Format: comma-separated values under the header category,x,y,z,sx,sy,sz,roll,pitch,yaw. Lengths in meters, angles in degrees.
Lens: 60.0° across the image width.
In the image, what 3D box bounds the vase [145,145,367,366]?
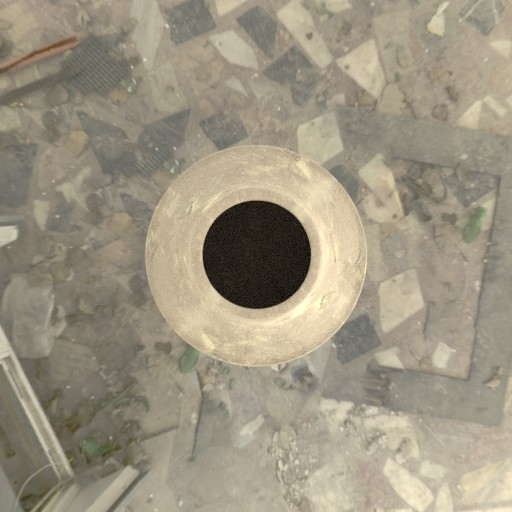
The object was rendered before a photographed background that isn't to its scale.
category,x,y,z,sx,sy,sz,roll,pitch,yaw
vase,0.000,0.000,0.420,0.184,0.305,0.184,0,90,0
